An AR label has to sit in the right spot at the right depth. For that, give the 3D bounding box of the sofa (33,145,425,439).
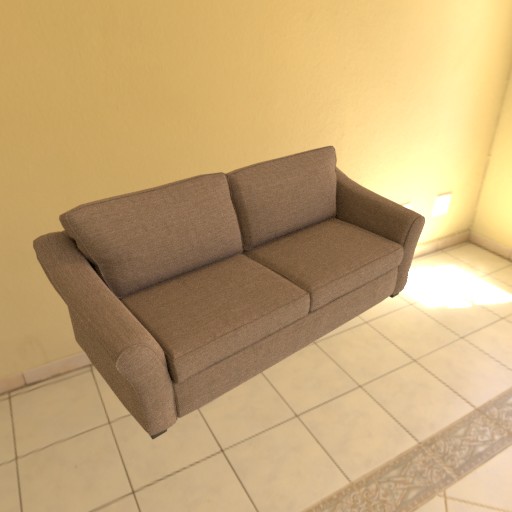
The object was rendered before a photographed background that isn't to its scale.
[{"bbox_3d":[0.000,0.000,2.742,2.270,0.965,0.980,-21,35,-34],"label":"sofa"}]
